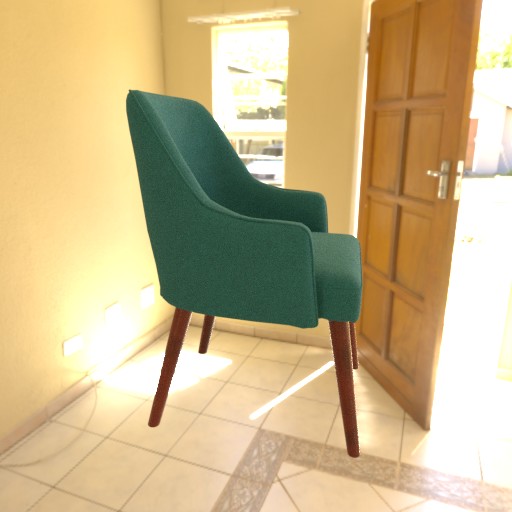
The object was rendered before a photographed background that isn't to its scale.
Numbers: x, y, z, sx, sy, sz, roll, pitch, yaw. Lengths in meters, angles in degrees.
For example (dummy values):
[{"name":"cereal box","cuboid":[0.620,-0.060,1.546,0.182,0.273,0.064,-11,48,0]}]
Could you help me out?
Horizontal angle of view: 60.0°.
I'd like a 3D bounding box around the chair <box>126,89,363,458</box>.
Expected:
[{"name":"chair","cuboid":[0.000,0.000,1.213,0.605,0.849,0.548,3,16,12]}]
